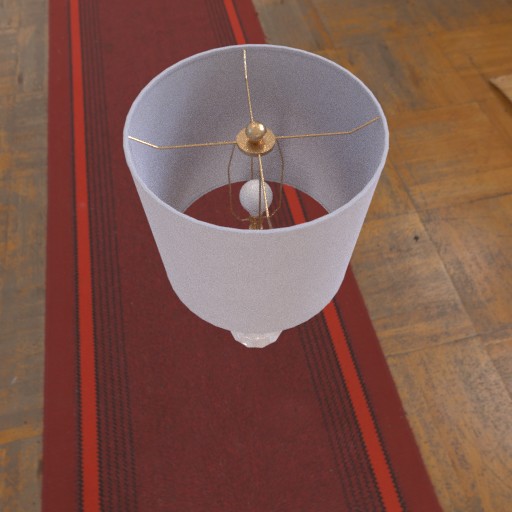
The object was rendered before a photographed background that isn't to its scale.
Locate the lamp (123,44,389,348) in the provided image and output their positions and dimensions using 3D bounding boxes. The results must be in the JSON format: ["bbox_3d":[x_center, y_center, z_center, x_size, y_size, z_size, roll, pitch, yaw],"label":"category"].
[{"bbox_3d":[0.000,0.000,0.695,0.277,0.537,0.277,28,63,16],"label":"lamp"}]
